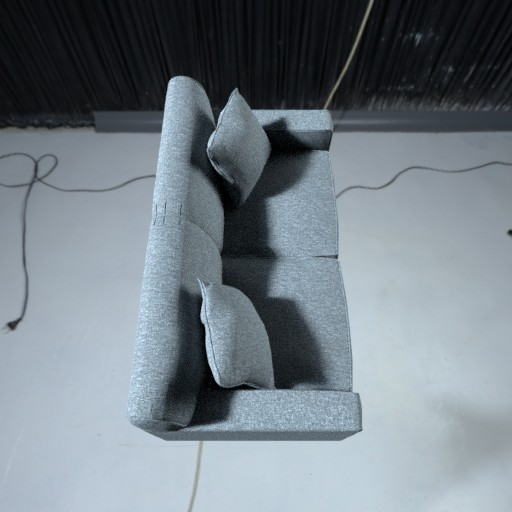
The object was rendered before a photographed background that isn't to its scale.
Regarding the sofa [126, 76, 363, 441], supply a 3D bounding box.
[{"bbox_3d":[0.000,0.000,2.443,0.998,0.958,1.846,0,63,0],"label":"sofa"}]
